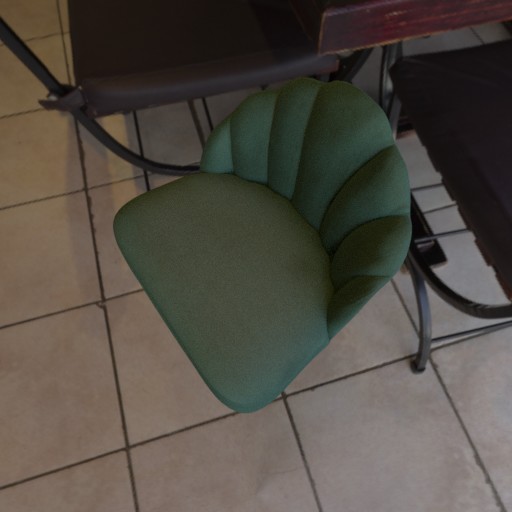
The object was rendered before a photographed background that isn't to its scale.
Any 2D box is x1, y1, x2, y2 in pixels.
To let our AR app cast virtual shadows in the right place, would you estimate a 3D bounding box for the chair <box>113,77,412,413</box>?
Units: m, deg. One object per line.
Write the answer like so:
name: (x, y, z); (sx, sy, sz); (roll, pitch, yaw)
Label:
chair: (0.000, 0.000, 1.218); (0.599, 0.819, 0.657); (-32, 66, -16)
